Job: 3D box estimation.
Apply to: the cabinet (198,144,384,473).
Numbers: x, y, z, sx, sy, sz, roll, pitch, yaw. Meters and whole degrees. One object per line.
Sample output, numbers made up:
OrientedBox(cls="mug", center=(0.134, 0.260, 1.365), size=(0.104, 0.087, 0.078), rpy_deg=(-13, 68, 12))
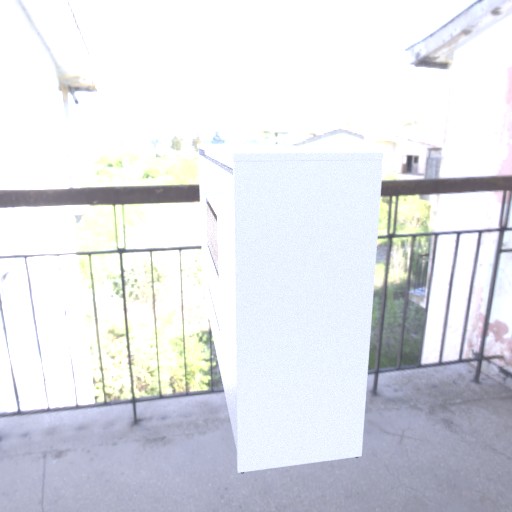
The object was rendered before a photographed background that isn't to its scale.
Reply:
OrientedBox(cls="cabinet", center=(0.000, 0.000, 1.877), size=(0.380, 0.900, 1.450), rpy_deg=(-3, 15, -10))
